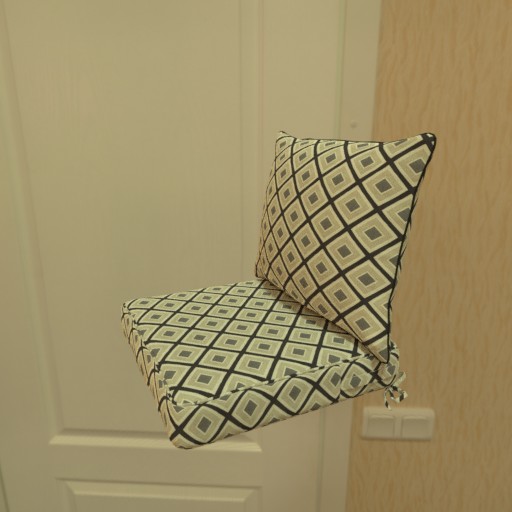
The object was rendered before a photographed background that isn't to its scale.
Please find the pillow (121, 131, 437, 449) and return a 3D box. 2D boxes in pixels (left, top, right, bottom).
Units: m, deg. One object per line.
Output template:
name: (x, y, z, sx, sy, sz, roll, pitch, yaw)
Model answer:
pillow: (0.000, 0.000, 1.335, 0.733, 0.722, 0.798, -8, 18, -25)
